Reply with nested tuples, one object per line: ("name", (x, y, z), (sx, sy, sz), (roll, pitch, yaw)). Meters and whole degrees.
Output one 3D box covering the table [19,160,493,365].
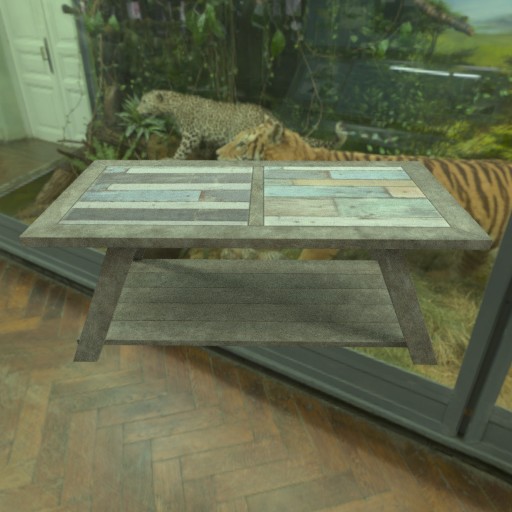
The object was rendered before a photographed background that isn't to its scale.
("table", (0.000, 0.000, 1.521), (1.219, 0.470, 0.610), (0, 31, 1))
